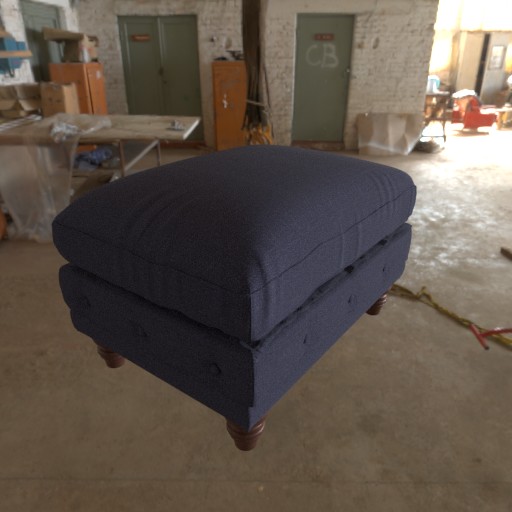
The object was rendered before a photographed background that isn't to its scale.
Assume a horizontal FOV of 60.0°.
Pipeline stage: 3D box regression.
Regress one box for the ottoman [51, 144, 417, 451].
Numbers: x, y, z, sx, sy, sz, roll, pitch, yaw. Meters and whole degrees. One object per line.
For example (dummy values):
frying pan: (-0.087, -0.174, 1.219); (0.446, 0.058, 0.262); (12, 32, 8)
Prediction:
ottoman: (0.000, 0.000, 1.128); (0.558, 0.486, 0.767); (18, 30, 33)
